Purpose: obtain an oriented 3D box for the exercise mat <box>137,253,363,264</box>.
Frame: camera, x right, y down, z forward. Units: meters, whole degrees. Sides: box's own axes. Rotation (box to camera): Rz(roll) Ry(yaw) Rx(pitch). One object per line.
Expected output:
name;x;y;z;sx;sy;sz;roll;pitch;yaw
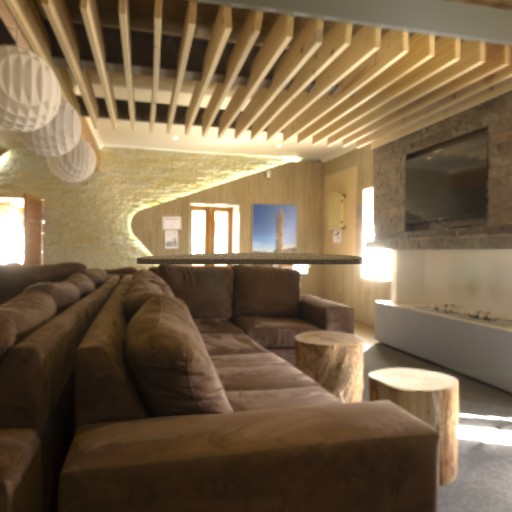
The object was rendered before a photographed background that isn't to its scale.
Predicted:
exercise mat;0.000;0.000;2.087;0.616;0.021;1.884;0;1;1
